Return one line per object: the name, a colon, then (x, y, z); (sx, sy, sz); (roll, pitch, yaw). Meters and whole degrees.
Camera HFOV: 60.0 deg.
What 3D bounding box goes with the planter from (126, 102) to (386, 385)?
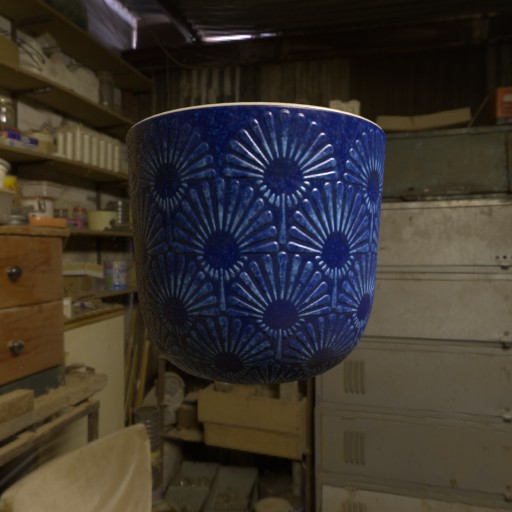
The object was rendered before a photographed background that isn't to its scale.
planter: (0.000, 0.000, 0.302); (0.170, 0.153, 0.170); (0, 0, 0)
